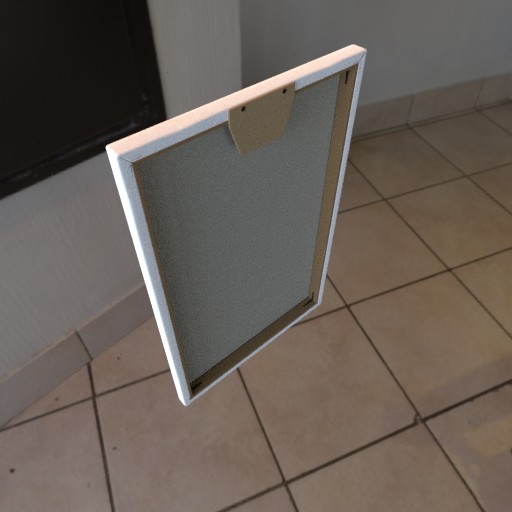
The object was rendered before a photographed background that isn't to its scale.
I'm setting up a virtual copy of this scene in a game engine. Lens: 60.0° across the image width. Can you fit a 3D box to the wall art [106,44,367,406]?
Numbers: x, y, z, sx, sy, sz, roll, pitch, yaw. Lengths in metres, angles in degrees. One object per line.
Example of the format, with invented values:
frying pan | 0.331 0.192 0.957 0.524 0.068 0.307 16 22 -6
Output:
wall art | 0.000 0.000 1.166 0.602 0.916 0.048 -32 55 -26
